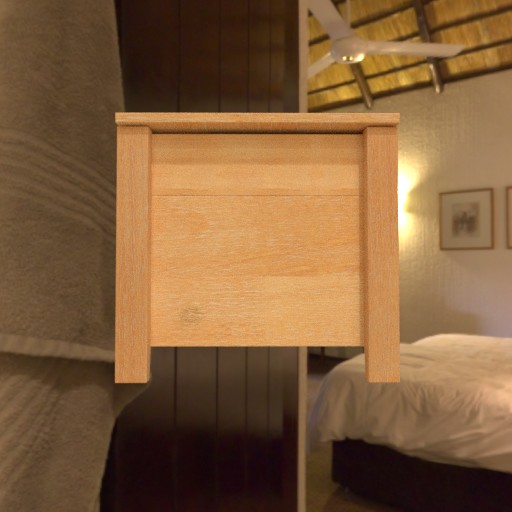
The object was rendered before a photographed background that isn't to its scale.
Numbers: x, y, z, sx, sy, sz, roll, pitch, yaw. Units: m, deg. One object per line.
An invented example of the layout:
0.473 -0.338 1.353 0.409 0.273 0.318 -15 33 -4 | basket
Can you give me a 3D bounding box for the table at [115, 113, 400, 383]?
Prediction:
0.000 0.000 1.252 0.483 0.457 1.016 0 -2 0 | table
